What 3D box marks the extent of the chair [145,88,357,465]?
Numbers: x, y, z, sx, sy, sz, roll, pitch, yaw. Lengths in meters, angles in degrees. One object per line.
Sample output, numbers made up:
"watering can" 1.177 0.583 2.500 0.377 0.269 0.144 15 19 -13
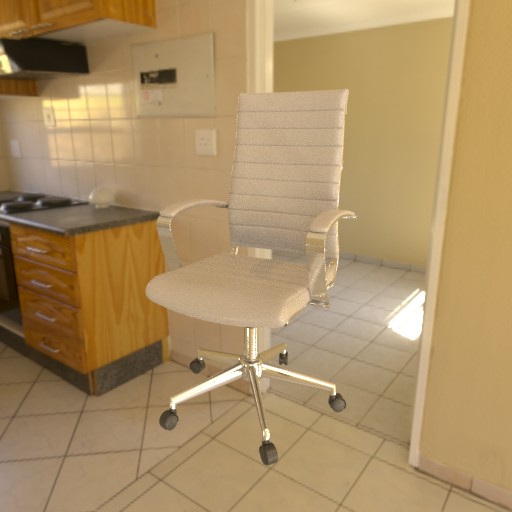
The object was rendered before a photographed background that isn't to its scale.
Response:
"chair" 0.000 0.000 1.577 0.679 1.149 0.667 8 17 26
